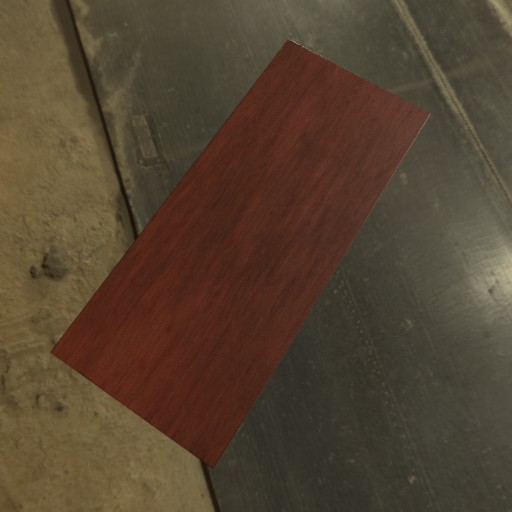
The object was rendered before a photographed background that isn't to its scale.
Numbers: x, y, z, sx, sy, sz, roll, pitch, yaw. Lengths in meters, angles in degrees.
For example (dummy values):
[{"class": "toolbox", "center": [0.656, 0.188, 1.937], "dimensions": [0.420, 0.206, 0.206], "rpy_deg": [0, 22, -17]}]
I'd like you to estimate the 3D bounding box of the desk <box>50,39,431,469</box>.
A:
[{"class": "desk", "center": [0.000, 0.000, 1.819], "dimensions": [0.600, 0.761, 1.372], "rpy_deg": [32, 76, 9]}]
